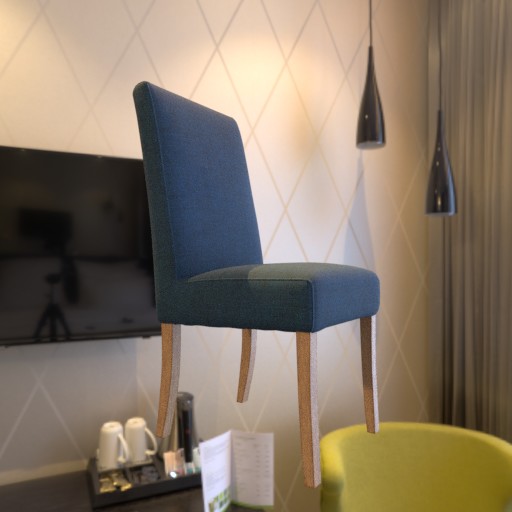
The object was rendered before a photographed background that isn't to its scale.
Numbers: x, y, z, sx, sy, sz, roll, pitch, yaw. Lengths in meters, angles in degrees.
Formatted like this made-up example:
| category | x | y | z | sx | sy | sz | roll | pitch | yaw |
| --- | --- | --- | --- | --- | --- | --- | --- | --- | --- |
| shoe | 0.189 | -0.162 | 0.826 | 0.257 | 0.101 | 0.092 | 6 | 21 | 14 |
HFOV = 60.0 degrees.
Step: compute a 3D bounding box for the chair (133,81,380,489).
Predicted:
| category | x | y | z | sx | sy | sz | roll | pitch | yaw |
| --- | --- | --- | --- | --- | --- | --- | --- | --- | --- |
| chair | 0.000 | 0.000 | 1.318 | 0.610 | 1.029 | 0.450 | 0 | -1 | 35 |
